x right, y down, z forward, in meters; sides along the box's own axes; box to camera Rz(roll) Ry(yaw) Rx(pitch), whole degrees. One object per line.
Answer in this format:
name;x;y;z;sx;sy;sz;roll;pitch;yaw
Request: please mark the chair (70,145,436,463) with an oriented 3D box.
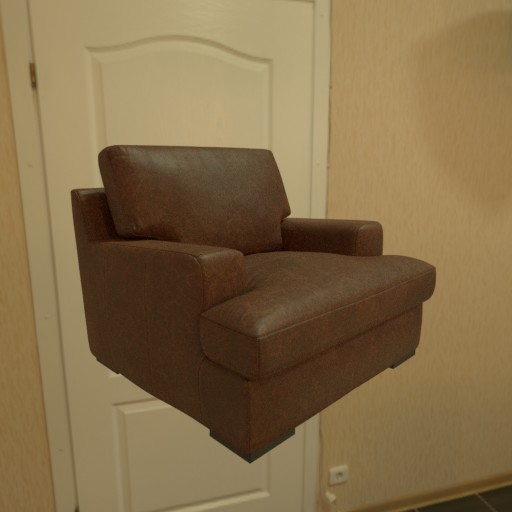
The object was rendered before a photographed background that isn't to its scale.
chair;0.000;0.000;1.925;1.143;0.939;1.168;12;17;44
